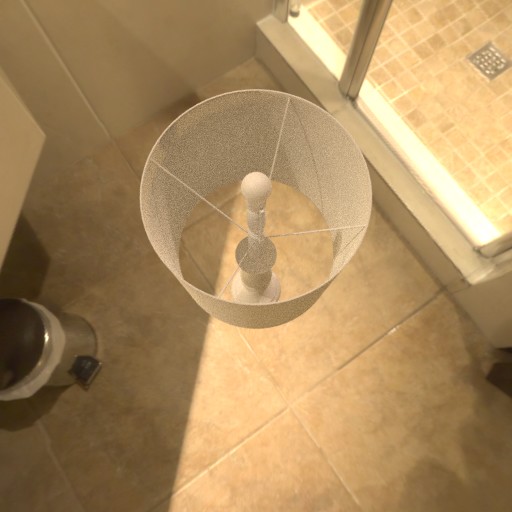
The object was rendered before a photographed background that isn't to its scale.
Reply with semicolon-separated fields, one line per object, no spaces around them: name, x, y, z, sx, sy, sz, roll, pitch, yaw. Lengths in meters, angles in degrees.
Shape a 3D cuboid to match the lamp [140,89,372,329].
lamp;0.000;0.000;0.745;0.250;0.597;0.250;18;76;5
